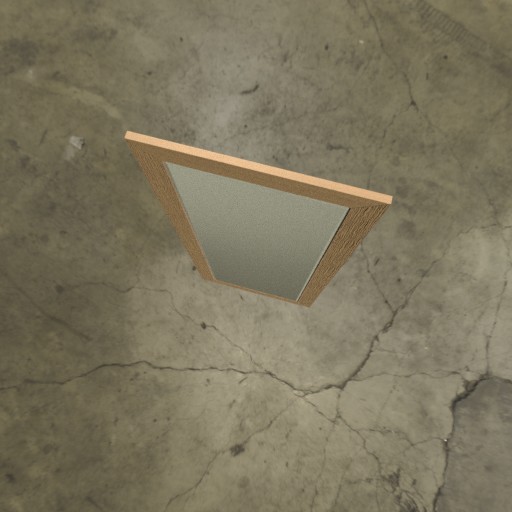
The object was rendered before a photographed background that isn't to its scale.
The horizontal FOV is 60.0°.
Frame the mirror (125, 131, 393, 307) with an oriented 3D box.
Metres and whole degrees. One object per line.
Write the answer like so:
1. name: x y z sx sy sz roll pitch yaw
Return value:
1. mirror: 0.000 0.000 2.288 0.812 2.031 0.026 15 75 4
